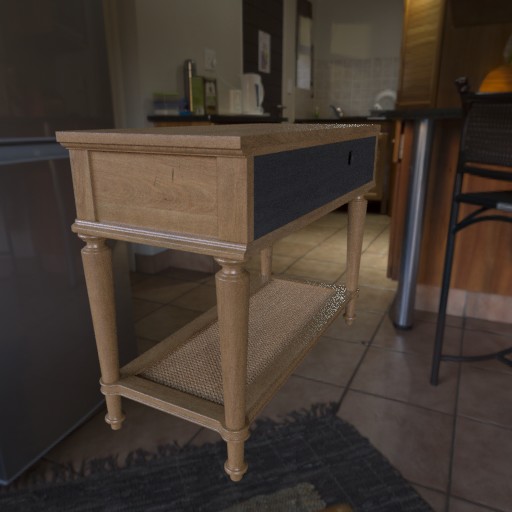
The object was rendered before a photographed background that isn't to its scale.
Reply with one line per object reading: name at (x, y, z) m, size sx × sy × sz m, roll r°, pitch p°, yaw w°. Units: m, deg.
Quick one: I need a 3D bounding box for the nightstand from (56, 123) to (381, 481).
nightstand at (0.000, 0.000, 1.255) m, size 0.432 × 0.700 × 0.914 m, roll 9°, pitch 20°, yaw 26°
